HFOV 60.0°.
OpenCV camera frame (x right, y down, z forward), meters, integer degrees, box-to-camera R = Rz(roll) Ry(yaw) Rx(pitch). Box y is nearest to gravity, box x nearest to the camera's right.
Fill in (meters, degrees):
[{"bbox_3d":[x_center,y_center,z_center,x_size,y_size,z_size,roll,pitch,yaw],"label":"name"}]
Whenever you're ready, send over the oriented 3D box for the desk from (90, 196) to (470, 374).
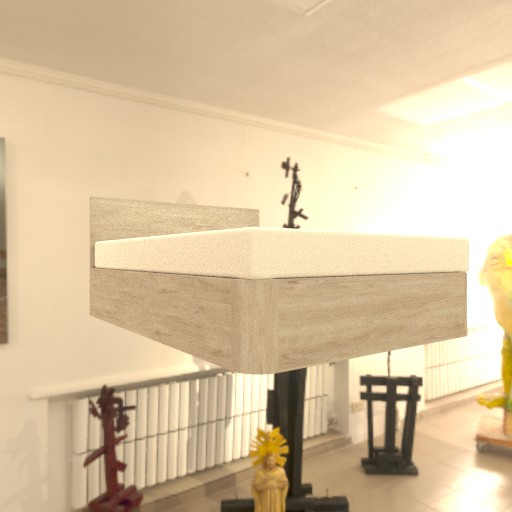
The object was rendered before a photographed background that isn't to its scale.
[{"bbox_3d":[0.000,0.000,2.622,1.400,0.800,1.900,0,0,-35],"label":"desk"}]
